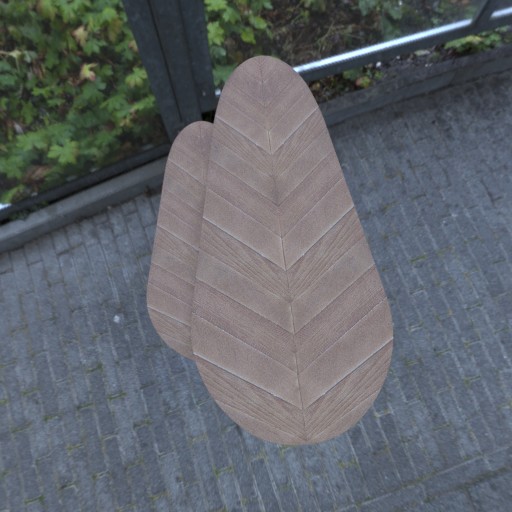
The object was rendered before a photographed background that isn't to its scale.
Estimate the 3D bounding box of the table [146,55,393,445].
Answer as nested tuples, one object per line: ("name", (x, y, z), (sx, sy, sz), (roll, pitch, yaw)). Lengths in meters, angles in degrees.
("table", (0.000, 0.000, 1.584), (0.701, 0.595, 1.190), (-5, 75, -1))
